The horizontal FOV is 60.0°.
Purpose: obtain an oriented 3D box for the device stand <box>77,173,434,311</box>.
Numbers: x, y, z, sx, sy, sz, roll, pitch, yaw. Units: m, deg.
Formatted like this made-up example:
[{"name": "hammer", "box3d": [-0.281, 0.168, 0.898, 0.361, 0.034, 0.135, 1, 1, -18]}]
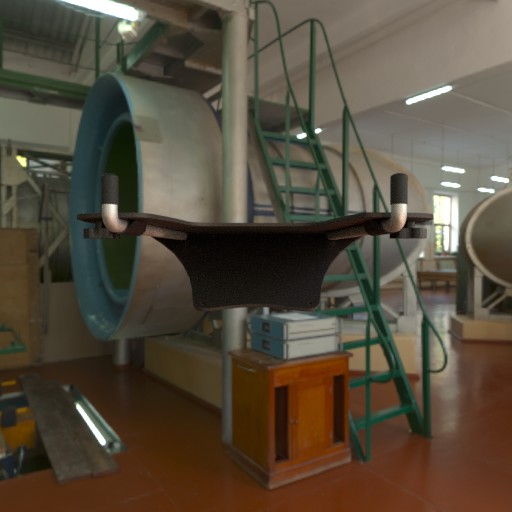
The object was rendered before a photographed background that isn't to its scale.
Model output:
[{"name": "device stand", "box3d": [0.000, 0.000, 0.350, 0.230, 0.092, 0.230, 0, 1, 1]}]
